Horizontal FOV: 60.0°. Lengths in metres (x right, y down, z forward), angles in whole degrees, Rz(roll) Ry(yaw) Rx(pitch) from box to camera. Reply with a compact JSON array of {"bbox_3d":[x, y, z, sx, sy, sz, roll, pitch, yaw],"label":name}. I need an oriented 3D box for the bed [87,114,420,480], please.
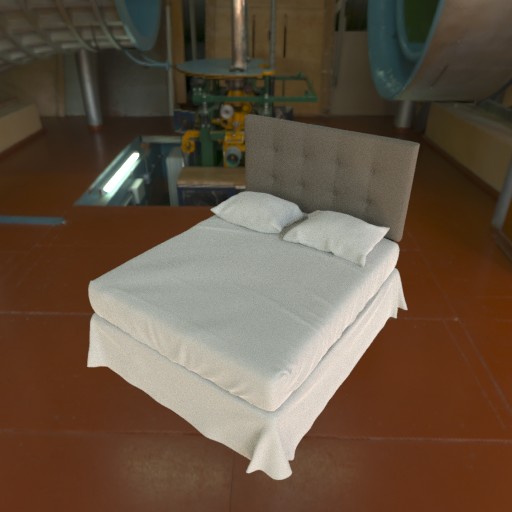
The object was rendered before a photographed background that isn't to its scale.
[{"bbox_3d":[0.000,0.000,3.458,1.936,1.577,2.222,20,36,30],"label":"bed"}]
